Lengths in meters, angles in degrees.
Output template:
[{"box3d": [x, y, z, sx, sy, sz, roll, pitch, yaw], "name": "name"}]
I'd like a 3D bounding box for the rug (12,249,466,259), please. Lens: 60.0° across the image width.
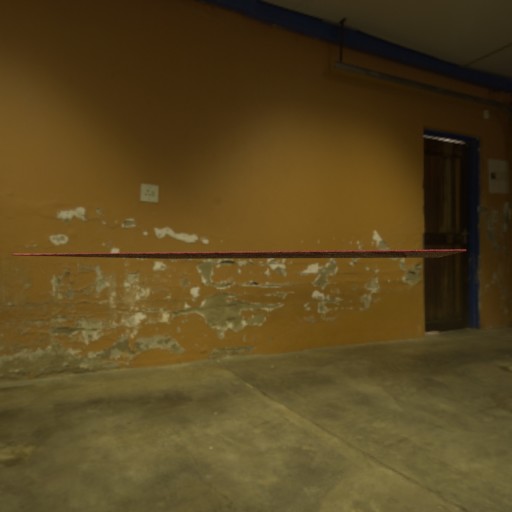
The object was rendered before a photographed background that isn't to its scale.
[{"box3d": [0.000, 0.000, 2.733, 2.184, 0.007, 1.579, 0, -1, 19], "name": "rug"}]
